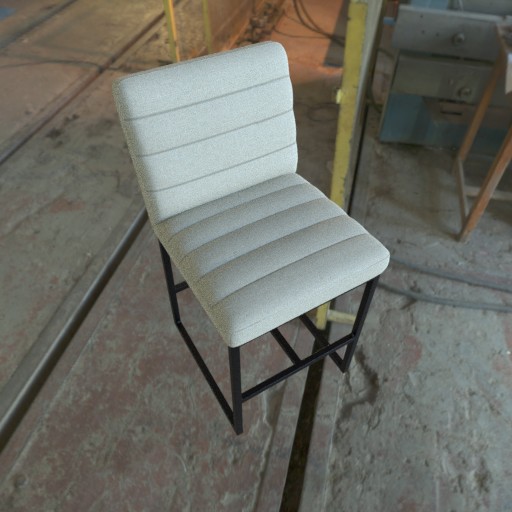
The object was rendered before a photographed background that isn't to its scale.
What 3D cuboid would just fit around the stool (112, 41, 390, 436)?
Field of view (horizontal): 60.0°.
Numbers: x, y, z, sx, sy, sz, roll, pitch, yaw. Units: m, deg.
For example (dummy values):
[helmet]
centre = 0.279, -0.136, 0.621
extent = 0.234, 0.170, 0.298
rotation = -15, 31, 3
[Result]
[stool]
centre = 0.000, 0.000, 1.260
extent = 0.460, 0.940, 0.560
rotation = -24, 52, -20
